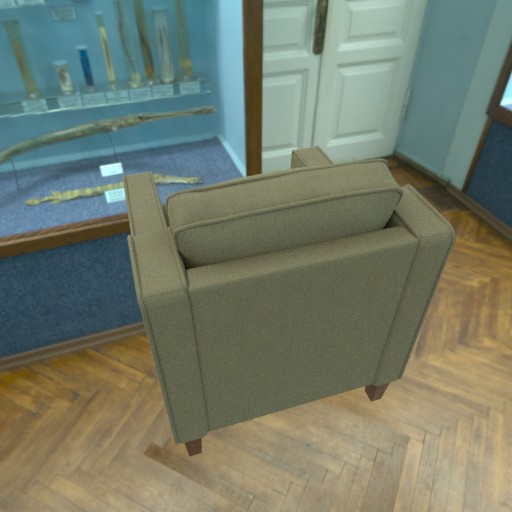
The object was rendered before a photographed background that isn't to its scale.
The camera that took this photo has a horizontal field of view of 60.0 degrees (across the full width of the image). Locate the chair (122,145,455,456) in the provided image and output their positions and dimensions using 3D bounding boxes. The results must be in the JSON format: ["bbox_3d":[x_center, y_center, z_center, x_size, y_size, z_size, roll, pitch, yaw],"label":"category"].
[{"bbox_3d":[0.000,0.000,1.618,0.831,0.960,0.909,-12,42,-13],"label":"chair"}]
